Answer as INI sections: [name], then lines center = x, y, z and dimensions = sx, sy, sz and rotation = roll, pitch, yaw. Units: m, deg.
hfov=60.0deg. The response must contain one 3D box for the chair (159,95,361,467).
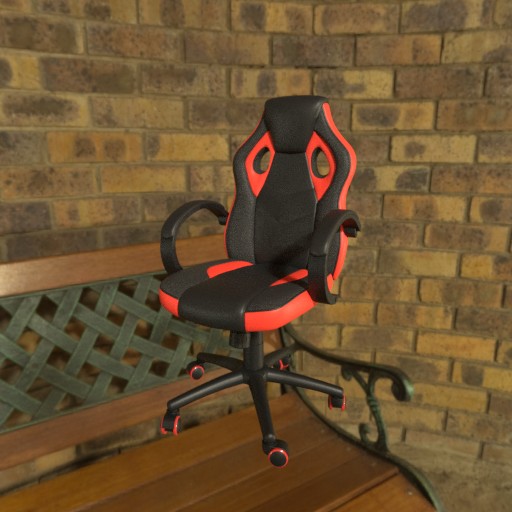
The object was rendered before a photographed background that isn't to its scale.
[chair]
center = 0.000, 0.000, 1.414
dimensions = 0.600, 1.016, 0.642
rotation = 7, 16, 26
